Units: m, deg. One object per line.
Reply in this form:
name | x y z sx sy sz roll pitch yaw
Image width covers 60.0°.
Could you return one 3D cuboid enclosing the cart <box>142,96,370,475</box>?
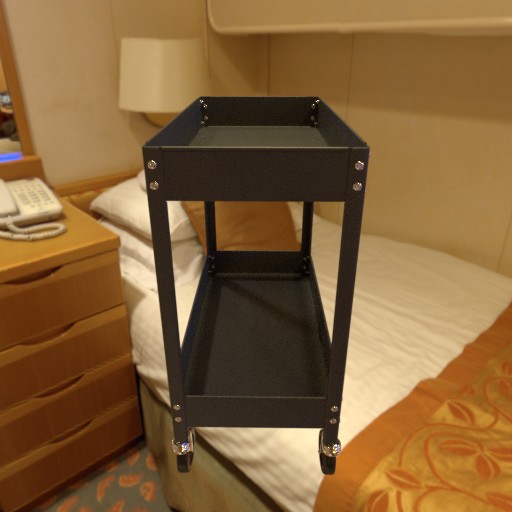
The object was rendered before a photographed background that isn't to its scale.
cart | 0.000 0.000 1.143 0.366 0.719 0.779 0 26 1
